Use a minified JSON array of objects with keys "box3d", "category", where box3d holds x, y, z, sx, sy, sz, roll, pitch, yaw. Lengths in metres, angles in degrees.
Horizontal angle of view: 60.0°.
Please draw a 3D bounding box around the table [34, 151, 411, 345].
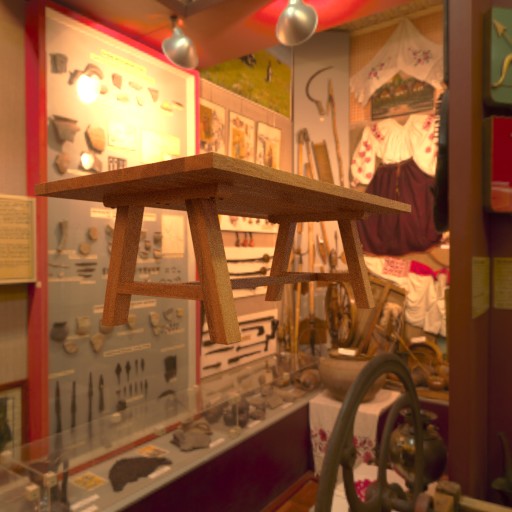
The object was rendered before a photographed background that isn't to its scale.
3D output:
[{"box3d":[0.000,0.000,1.700,0.760,0.455,1.320,0,0,37],"category":"table"}]
